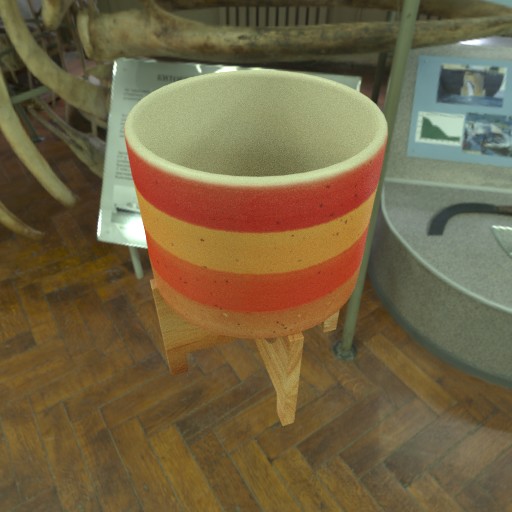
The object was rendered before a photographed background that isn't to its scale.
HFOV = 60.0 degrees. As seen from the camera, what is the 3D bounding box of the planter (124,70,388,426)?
[{"bbox_3d":[0.000,0.000,0.564,0.269,0.379,0.269,0,41,0],"label":"planter"}]
